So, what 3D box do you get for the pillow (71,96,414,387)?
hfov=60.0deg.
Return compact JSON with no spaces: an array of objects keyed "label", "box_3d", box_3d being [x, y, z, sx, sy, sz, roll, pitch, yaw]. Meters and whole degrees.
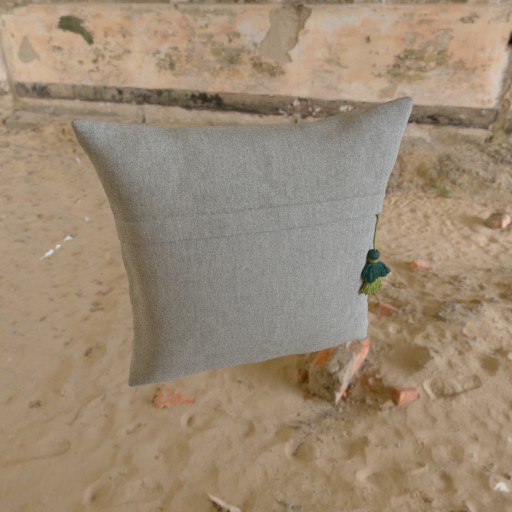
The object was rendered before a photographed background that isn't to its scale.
[{"label":"pillow","box_3d":[0.000,0.000,0.662,0.433,0.436,0.173,-9,32,-14]}]
